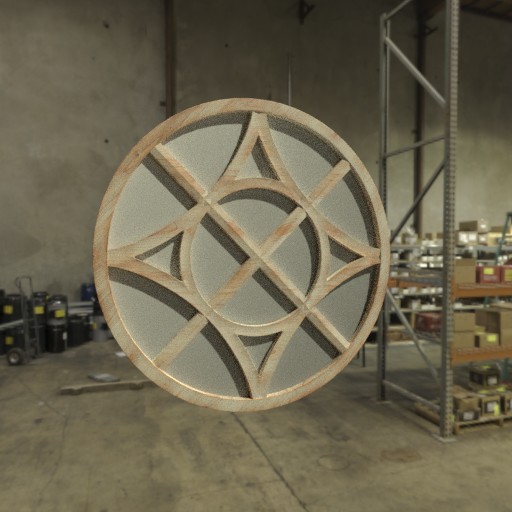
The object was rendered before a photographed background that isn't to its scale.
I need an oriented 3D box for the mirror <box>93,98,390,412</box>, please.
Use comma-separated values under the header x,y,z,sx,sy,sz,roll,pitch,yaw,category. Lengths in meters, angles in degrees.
x,y,z,sx,sy,sz,roll,pitch,yaw,category
0.000,0.000,1.028,0.710,0.710,0.038,0,1,-19,mirror
